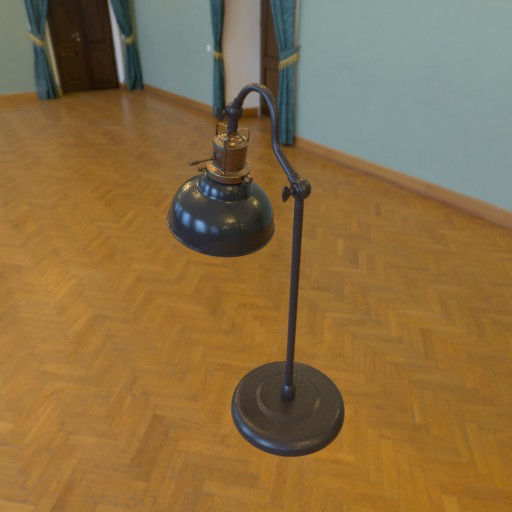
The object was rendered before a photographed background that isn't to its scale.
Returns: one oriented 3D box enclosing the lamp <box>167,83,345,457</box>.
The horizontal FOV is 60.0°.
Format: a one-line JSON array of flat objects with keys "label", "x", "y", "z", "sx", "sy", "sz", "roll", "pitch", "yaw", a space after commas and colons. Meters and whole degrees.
[{"label": "lamp", "x": 0.000, "y": 0.000, "z": 0.691, "sx": 0.192, "sy": 0.508, "sz": 0.374, "roll": -20, "pitch": 36, "yaw": -31}]
